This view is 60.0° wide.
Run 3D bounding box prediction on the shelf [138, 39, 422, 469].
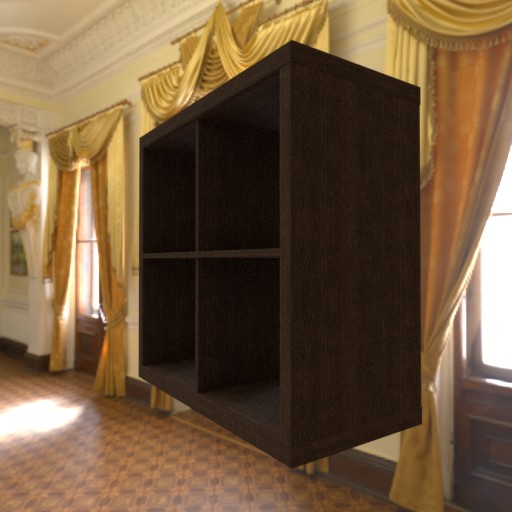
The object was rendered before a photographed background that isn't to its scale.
[{"bbox_3d":[0.000,0.000,1.247,0.390,0.786,0.790,1,-1,-35],"label":"shelf"}]
